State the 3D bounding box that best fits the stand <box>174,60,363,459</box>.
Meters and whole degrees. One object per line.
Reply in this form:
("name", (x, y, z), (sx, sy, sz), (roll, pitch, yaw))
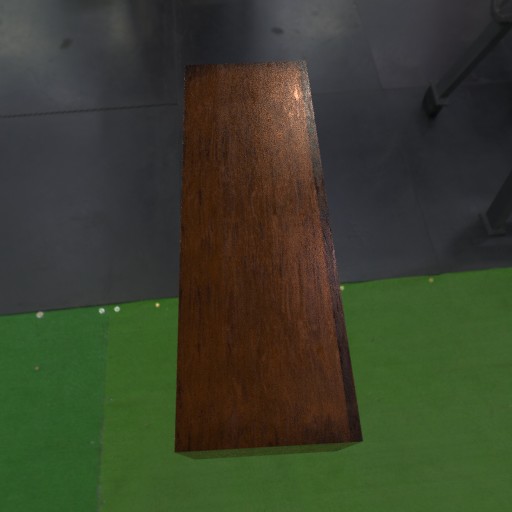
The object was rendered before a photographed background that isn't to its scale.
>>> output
("stand", (0.000, 0.000, 1.680), (0.481, 0.610, 1.372), (-3, 63, -1))
